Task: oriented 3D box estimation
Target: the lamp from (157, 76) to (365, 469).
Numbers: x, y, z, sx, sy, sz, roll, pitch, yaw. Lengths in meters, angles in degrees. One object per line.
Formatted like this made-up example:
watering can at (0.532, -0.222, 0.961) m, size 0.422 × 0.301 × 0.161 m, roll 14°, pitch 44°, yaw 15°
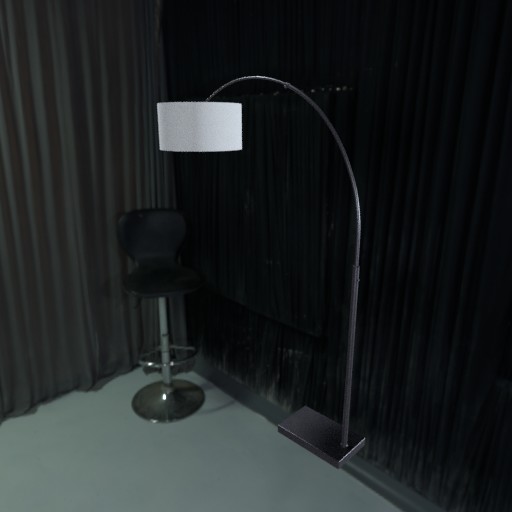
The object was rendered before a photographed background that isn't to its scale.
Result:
lamp at (0.000, 0.000, 2.551) m, size 1.424 × 1.927 × 0.493 m, roll 16°, pitch 23°, yaw 42°
